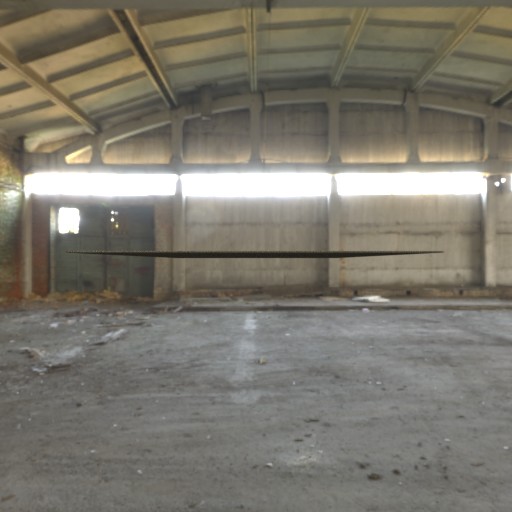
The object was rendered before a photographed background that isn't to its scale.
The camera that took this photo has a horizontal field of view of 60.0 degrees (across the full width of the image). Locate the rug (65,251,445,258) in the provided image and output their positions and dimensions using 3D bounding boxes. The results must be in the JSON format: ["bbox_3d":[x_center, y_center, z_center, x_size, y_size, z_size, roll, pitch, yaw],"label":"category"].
[{"bbox_3d":[0.000,0.000,2.975,1.523,0.008,2.438,0,-1,0],"label":"rug"}]
